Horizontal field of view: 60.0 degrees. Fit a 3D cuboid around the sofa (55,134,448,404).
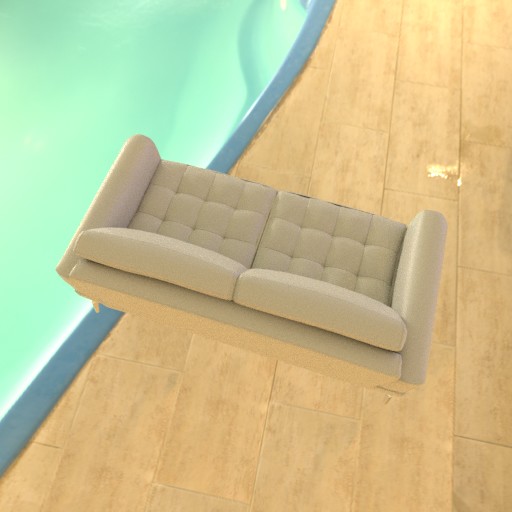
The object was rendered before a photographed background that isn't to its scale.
[{"bbox_3d":[0.000,0.000,2.761,2.177,0.930,1.121,16,67,7],"label":"sofa"}]
